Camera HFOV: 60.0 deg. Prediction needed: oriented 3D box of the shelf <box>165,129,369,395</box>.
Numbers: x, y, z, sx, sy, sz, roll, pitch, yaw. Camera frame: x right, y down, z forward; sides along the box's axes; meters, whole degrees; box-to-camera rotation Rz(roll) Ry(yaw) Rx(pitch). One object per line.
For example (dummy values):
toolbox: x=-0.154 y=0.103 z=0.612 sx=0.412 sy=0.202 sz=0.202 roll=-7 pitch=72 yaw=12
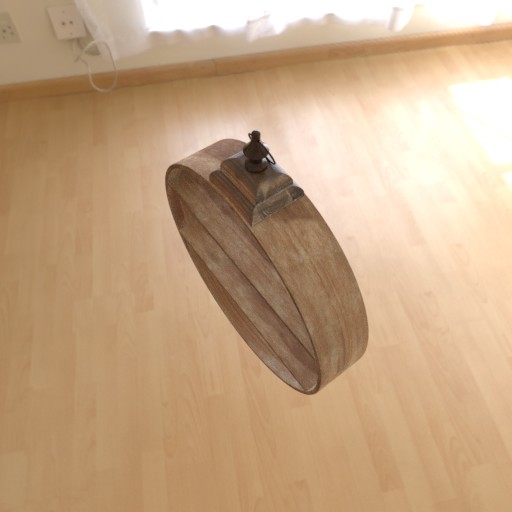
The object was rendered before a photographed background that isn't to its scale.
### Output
shelf: x=0.000 y=0.000 z=0.992 sx=0.125 sy=0.725 sz=0.601 roll=-32 pitch=63 yaw=-18
